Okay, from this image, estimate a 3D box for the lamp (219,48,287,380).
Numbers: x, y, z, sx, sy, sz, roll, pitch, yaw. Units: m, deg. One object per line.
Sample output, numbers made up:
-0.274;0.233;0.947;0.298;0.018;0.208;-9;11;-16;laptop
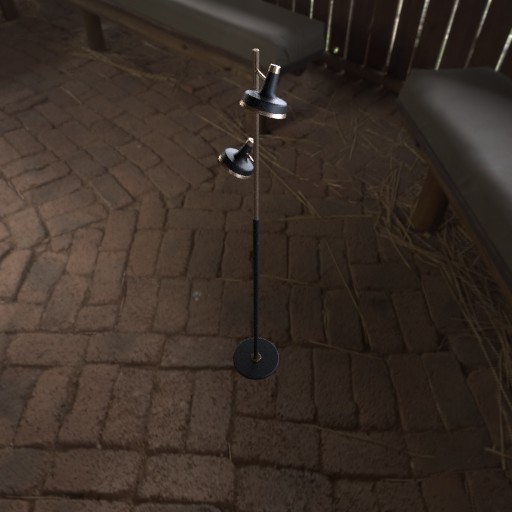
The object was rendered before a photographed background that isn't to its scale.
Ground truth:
0.000;0.000;1.841;0.253;1.674;0.351;-17;49;-16;lamp
